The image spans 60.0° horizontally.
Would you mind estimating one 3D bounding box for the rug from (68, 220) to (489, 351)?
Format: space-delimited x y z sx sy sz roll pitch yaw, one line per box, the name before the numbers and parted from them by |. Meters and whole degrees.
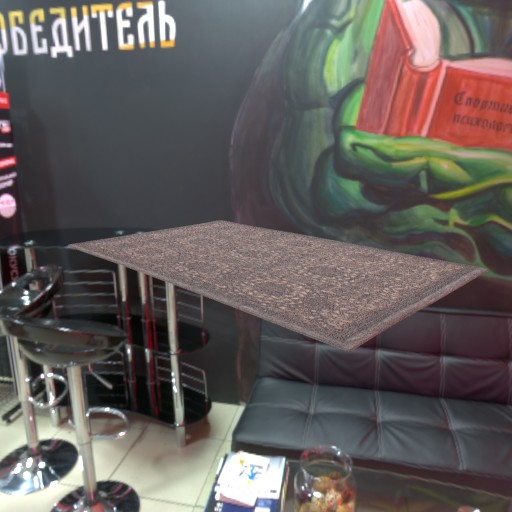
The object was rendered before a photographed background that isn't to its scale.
rug | 0.000 0.000 3.032 2.498 0.022 1.535 14 20 43
